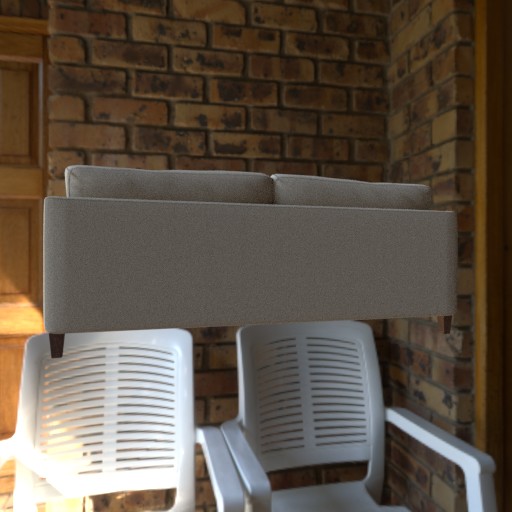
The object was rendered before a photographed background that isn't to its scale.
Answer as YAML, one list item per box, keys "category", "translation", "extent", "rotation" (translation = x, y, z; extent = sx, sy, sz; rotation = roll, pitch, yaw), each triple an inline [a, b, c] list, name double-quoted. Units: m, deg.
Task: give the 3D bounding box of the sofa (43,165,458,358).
- category: "sofa"
  translation: [0.000, 0.000, 2.838]
  extent: [2.361, 0.968, 0.951]
  rotation: [0, 0, -17]
